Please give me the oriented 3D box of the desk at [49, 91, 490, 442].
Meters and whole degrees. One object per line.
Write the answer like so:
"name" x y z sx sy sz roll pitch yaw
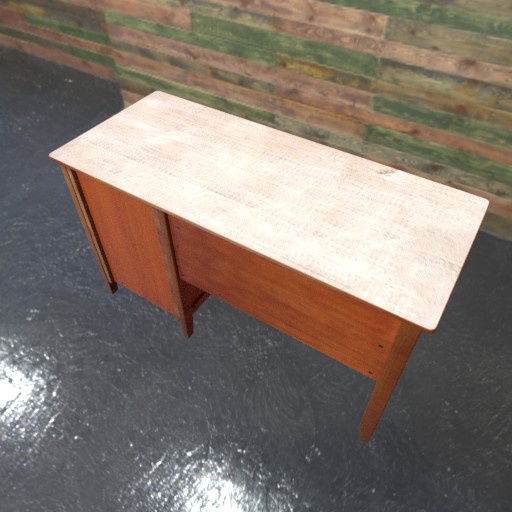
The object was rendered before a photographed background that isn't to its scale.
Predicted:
"desk" 0.000 0.000 1.721 1.353 0.756 0.574 25 51 22
